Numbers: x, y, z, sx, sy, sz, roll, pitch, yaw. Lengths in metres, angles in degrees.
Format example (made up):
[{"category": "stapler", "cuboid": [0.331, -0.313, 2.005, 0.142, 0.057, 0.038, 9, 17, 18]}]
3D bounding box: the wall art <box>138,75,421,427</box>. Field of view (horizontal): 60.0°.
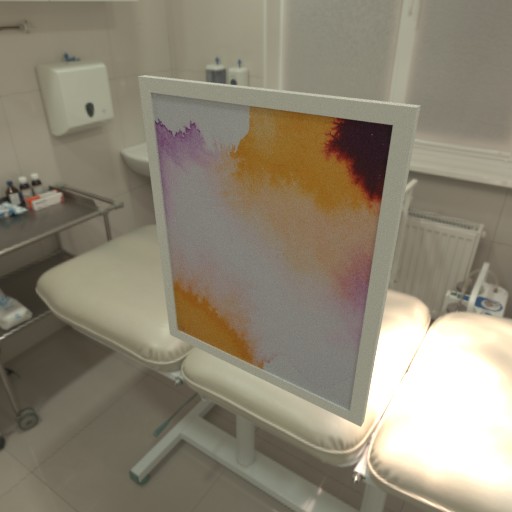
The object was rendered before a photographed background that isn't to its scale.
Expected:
[{"category": "wall art", "cuboid": [0.000, 0.000, 0.638, 0.382, 0.456, 0.013, 18, 34, 29]}]
